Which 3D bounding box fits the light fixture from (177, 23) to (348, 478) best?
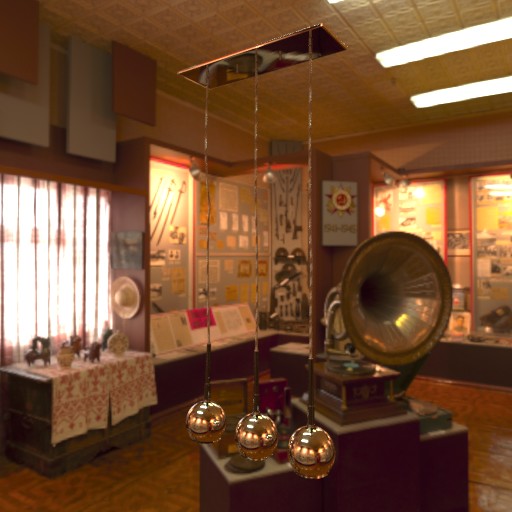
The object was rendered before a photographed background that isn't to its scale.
[{"bbox_3d":[0.000,0.000,1.588,0.623,1.408,0.188,0,-1,35],"label":"light fixture"}]
